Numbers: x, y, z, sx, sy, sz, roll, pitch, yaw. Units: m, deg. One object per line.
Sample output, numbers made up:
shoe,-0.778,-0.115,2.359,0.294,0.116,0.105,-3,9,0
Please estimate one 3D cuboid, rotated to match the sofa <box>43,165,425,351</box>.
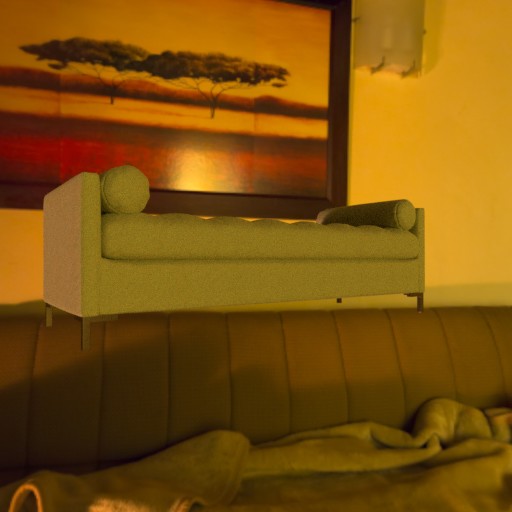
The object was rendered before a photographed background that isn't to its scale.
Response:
sofa,0.000,0.000,2.505,2.102,0.705,0.796,0,0,-35
